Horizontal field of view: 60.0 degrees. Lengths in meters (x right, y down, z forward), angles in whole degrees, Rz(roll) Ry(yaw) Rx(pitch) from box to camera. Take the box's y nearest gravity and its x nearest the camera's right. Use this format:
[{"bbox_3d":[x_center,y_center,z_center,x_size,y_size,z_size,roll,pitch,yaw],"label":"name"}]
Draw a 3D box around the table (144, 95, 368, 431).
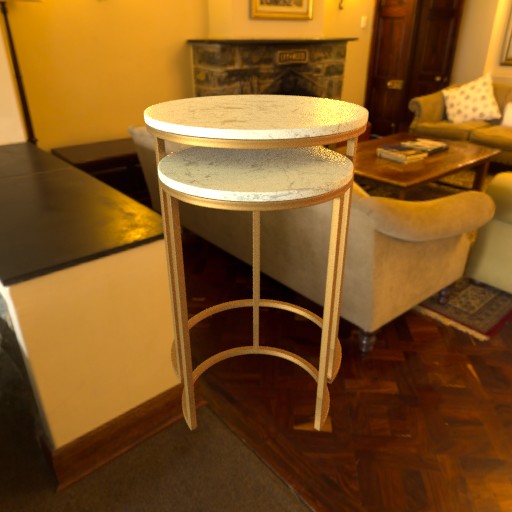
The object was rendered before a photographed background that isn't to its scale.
[{"bbox_3d":[0.000,0.000,0.886,0.400,0.550,0.507,0,27,0],"label":"table"}]
